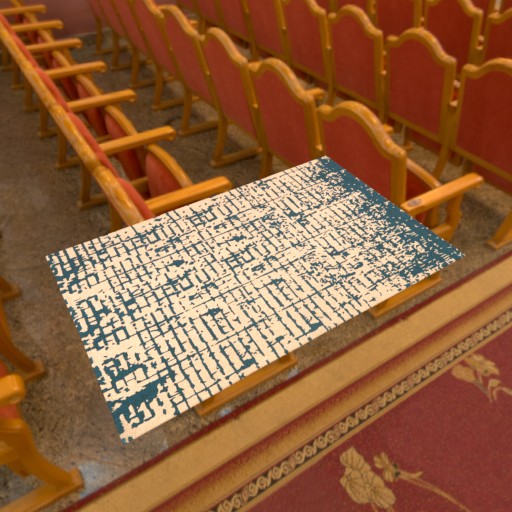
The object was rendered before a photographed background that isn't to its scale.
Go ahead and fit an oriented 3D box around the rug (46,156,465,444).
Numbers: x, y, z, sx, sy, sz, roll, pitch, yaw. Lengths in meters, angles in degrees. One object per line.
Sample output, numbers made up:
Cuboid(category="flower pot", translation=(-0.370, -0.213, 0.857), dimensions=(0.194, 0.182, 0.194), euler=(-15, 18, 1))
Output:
Cuboid(category="rug", translation=(0.000, 0.000, 3.026), dimensions=(2.435, 0.011, 1.517), euler=(-24, 49, -23))
